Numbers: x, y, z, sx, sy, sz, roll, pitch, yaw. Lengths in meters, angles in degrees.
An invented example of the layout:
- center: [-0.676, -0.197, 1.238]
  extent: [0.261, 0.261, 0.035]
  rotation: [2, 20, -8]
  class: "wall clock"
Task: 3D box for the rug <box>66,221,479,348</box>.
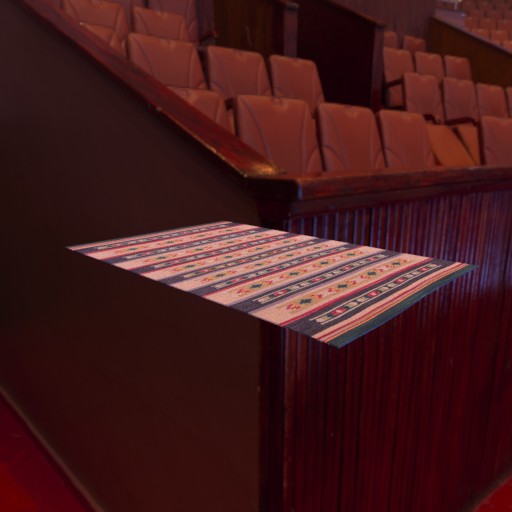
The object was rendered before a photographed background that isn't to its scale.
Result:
- center: [0.000, 0.000, 2.920]
  extent: [2.311, 0.010, 1.522]
  rotation: [13, 20, 42]
  class: "rug"
